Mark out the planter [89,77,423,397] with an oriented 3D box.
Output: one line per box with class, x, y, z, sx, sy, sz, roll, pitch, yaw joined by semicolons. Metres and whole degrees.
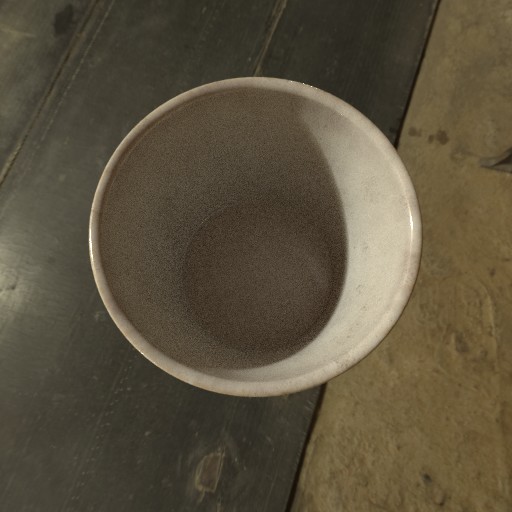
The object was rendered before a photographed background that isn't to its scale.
planter;0.000;0.000;0.336;0.193;0.165;0.193;0;76;0
